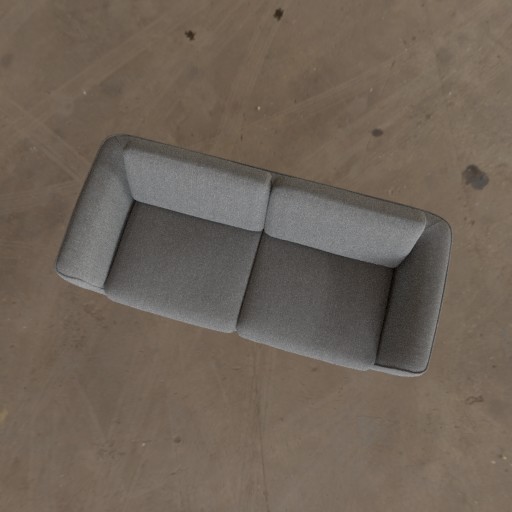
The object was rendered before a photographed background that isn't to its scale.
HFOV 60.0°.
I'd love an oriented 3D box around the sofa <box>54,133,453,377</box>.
[{"bbox_3d":[0.000,0.000,2.507,2.000,0.870,0.920,15,77,4],"label":"sofa"}]
